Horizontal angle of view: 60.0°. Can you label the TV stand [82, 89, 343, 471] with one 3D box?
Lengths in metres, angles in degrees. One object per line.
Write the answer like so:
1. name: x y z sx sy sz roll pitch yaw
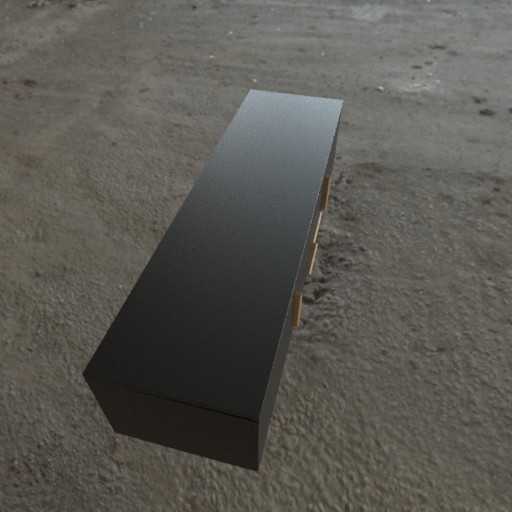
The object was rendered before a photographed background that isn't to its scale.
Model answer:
1. TV stand: 0.000 0.000 1.496 0.390 0.518 1.312 11 47 10
